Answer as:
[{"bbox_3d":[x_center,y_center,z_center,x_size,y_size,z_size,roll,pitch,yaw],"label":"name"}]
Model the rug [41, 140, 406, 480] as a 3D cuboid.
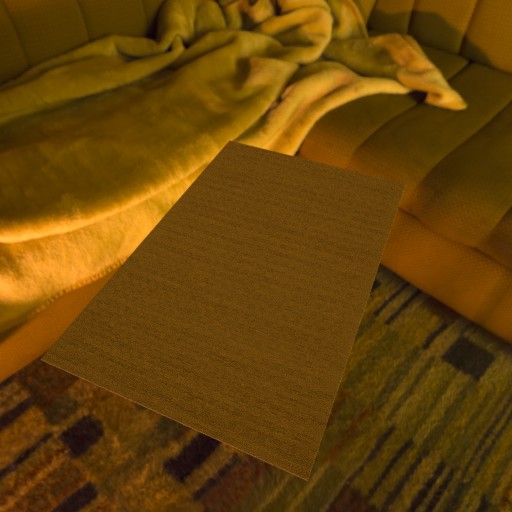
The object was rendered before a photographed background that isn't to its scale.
[{"bbox_3d":[0.000,0.000,2.191,1.142,0.006,1.752,18,49,16],"label":"rug"}]
